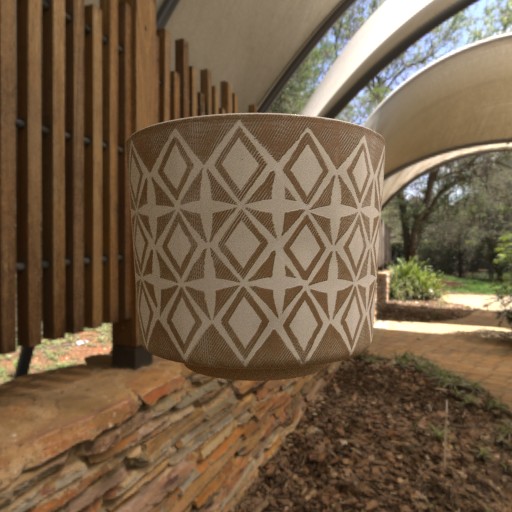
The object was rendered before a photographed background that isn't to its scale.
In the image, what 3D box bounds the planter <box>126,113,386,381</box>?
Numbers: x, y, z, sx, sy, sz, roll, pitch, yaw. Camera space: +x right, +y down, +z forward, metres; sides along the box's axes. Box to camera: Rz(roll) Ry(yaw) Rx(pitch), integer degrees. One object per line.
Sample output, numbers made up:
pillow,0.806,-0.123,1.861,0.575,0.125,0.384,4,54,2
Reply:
planter,0.000,0.000,0.464,0.260,0.220,0.260,0,1,0
